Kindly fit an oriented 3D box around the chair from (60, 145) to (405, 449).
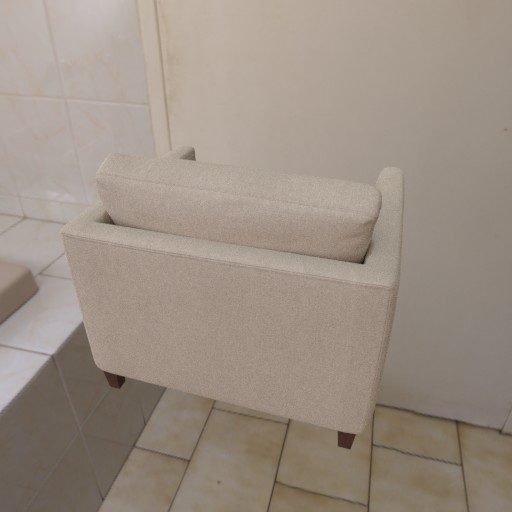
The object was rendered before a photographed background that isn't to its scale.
[{"bbox_3d":[0.000,0.000,1.837,1.107,0.961,0.959,9,33,14],"label":"chair"}]
